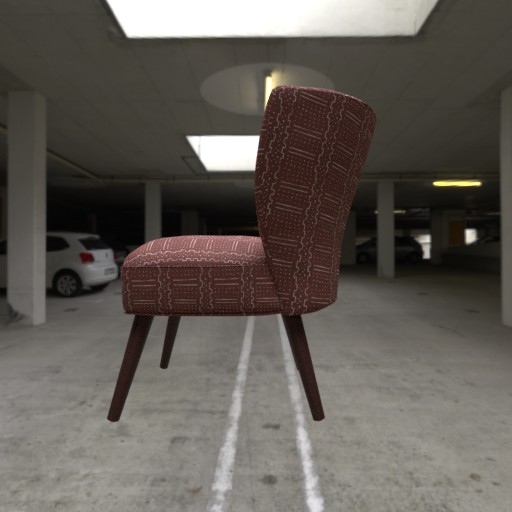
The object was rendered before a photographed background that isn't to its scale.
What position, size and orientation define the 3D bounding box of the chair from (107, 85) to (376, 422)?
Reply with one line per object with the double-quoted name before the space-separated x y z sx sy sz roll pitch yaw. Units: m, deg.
"chair" 0.000 0.000 1.425 0.758 0.866 0.706 0 -1 1
